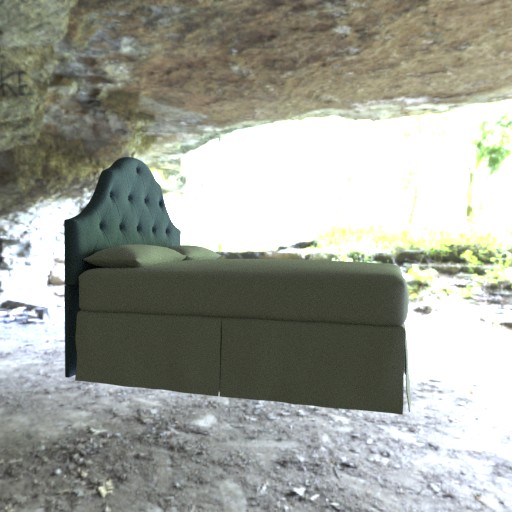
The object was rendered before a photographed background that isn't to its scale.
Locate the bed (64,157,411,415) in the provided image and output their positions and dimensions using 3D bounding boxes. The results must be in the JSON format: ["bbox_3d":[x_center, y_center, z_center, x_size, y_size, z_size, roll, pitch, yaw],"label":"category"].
[{"bbox_3d":[0.000,0.000,3.302,2.155,1.575,1.636,0,1,17],"label":"bed"}]
